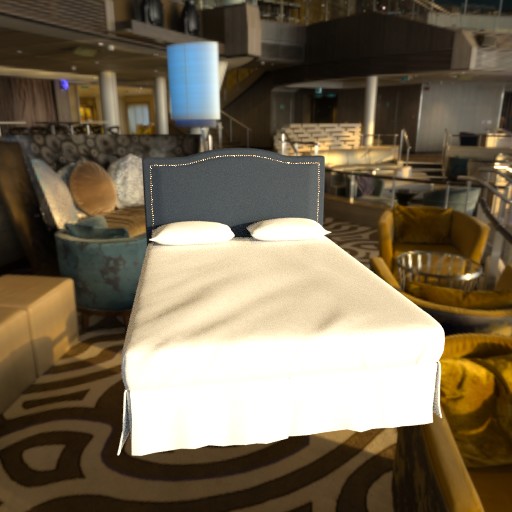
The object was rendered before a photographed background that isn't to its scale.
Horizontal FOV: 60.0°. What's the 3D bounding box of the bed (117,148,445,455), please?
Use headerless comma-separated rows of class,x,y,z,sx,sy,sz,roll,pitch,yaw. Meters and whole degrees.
bed,0.000,0.000,3.259,1.821,1.436,2.282,-3,17,-9
